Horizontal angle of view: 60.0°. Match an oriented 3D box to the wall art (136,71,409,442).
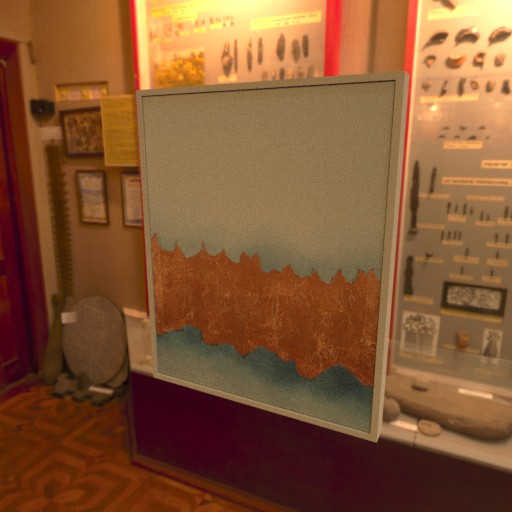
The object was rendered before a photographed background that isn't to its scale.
[{"bbox_3d":[0.000,0.000,0.755,0.451,0.553,0.039,7,16,26],"label":"wall art"}]
